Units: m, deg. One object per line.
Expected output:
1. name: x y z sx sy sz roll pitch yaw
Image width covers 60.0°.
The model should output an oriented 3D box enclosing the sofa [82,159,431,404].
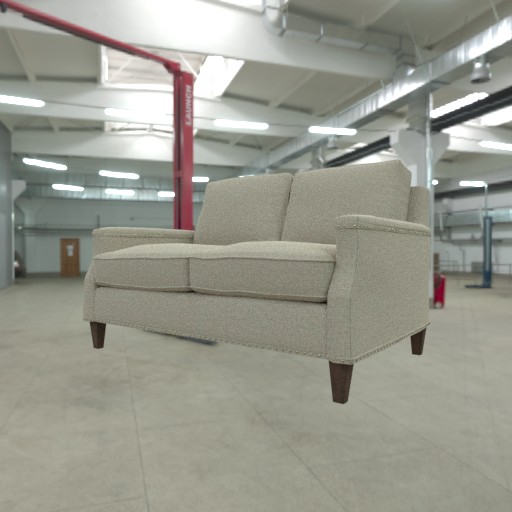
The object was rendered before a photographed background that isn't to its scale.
1. sofa: 0.000 0.000 2.362 1.597 1.003 1.084 1 1 37
